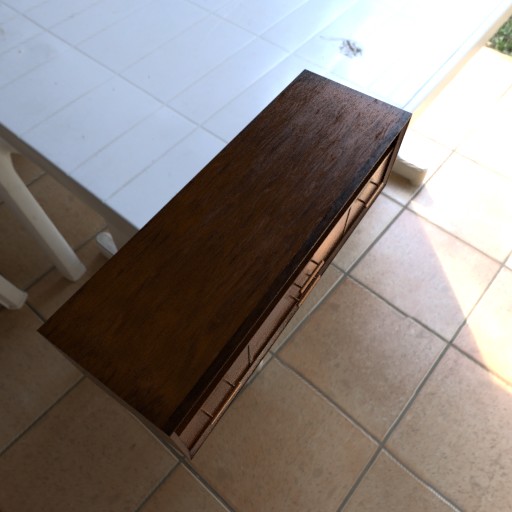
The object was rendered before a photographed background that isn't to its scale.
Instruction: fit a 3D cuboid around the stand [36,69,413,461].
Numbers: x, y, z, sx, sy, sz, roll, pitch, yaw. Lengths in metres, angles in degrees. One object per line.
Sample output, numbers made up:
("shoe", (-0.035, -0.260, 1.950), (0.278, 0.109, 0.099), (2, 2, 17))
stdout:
("stand", (0.000, 0.000, 1.671), (0.481, 0.610, 1.372), (31, 63, 18))
